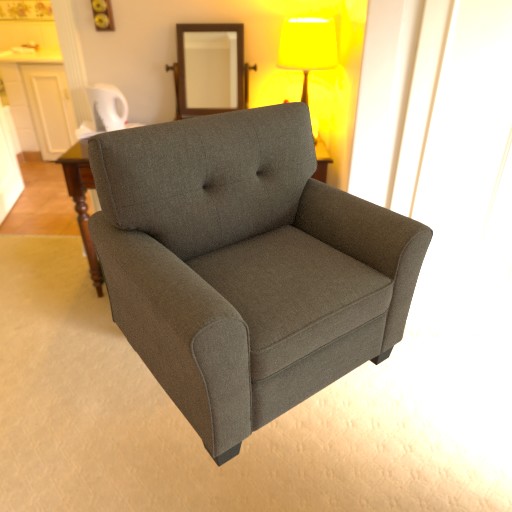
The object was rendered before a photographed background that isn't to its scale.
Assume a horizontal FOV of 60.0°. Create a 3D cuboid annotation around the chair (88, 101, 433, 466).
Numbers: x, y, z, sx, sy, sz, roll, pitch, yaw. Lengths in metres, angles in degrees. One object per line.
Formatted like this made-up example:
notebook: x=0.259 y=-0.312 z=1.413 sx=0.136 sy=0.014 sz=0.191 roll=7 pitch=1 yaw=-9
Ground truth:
chair: x=0.000 y=0.000 z=1.584 sx=0.941 sy=0.890 sz=0.816 roll=-21 pitch=36 yaw=-31
